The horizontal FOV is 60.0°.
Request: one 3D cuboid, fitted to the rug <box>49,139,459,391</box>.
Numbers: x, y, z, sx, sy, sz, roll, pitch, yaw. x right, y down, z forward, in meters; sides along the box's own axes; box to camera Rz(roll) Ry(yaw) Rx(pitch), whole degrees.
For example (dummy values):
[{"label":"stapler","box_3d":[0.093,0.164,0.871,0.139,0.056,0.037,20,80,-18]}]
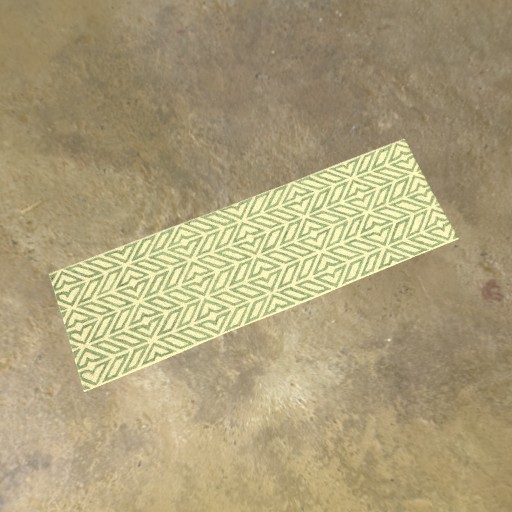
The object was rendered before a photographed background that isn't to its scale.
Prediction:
[{"label":"rug","box_3d":[0.000,0.000,2.745,2.435,0.009,0.750,-21,77,-5]}]
